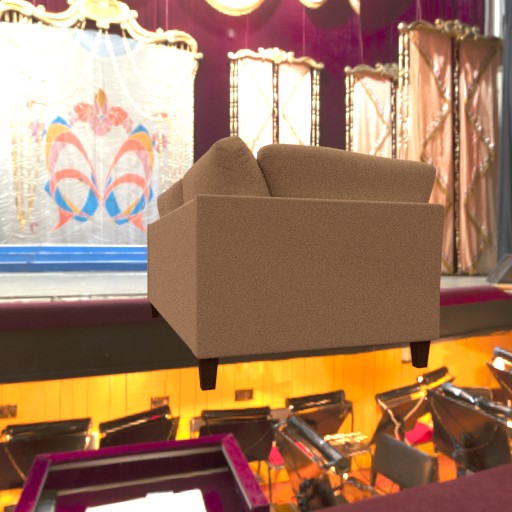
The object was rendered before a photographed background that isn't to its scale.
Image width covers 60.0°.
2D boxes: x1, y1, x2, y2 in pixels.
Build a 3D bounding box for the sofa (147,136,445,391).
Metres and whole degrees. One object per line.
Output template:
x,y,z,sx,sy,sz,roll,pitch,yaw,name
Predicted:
0.000,0.000,2.337,0.970,0.836,1.776,0,1,-19,sofa
